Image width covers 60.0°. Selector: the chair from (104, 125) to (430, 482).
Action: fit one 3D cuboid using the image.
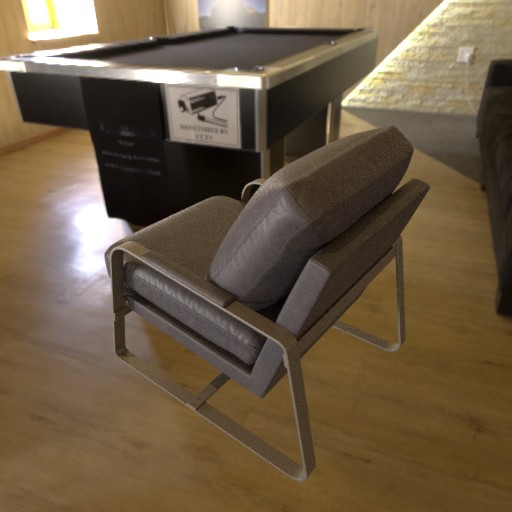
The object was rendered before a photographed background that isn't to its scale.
[{"bbox_3d":[0.000,0.000,1.462,0.878,0.839,0.692,22,37,32],"label":"chair"}]
